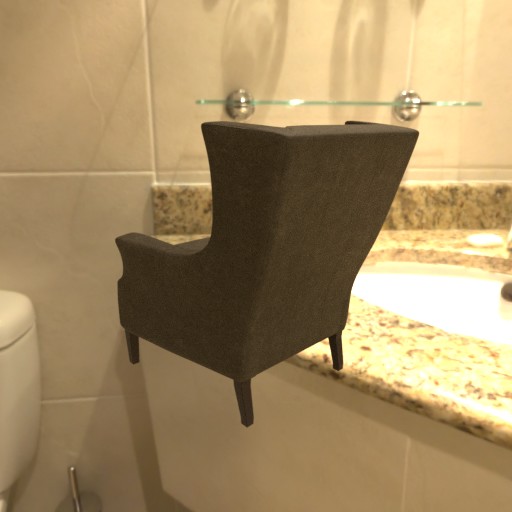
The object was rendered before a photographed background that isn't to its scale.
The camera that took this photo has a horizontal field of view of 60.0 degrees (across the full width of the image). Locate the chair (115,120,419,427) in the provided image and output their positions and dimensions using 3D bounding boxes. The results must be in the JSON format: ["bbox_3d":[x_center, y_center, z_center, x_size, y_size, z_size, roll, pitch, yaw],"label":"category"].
[{"bbox_3d":[0.000,0.000,1.741,0.853,1.016,0.926,-16,23,-41],"label":"chair"}]
